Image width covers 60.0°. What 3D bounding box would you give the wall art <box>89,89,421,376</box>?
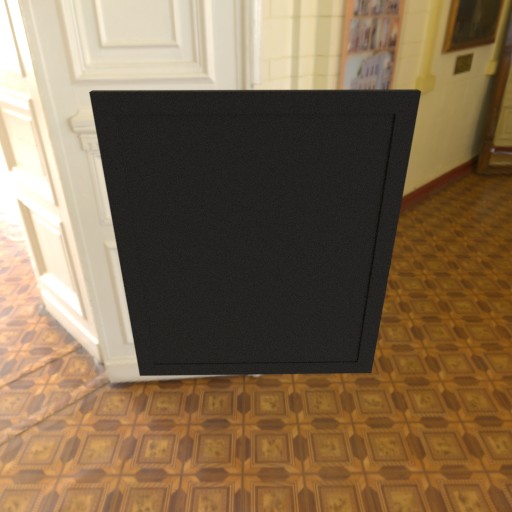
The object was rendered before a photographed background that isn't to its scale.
[{"bbox_3d":[0.000,0.000,0.510,0.311,0.361,0.010,0,30,-1],"label":"wall art"}]
